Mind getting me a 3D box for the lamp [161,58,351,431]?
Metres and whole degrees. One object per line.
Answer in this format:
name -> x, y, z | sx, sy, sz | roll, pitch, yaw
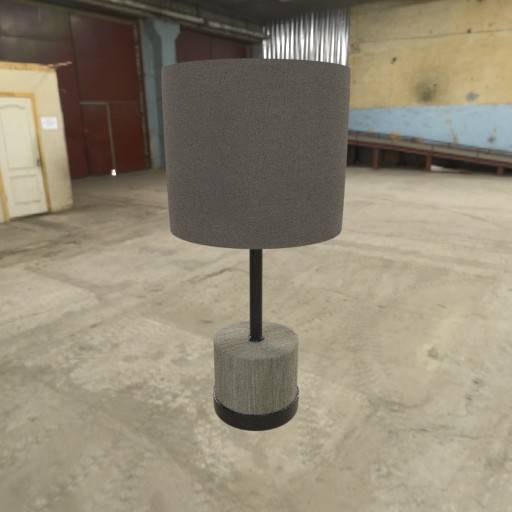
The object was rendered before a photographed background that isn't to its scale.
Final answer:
lamp -> 0.000, 0.000, 0.608 | 0.229, 0.470, 0.229 | -8, 18, -25
